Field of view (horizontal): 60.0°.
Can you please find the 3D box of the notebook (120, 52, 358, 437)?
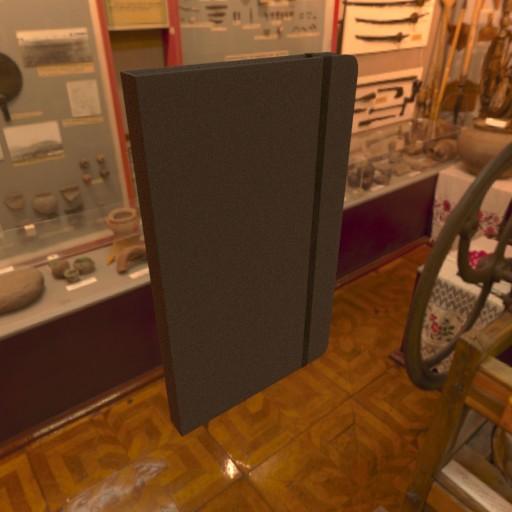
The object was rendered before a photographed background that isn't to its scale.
[{"bbox_3d":[0.000,0.000,0.262,0.127,0.213,0.016,-21,36,-31],"label":"notebook"}]
